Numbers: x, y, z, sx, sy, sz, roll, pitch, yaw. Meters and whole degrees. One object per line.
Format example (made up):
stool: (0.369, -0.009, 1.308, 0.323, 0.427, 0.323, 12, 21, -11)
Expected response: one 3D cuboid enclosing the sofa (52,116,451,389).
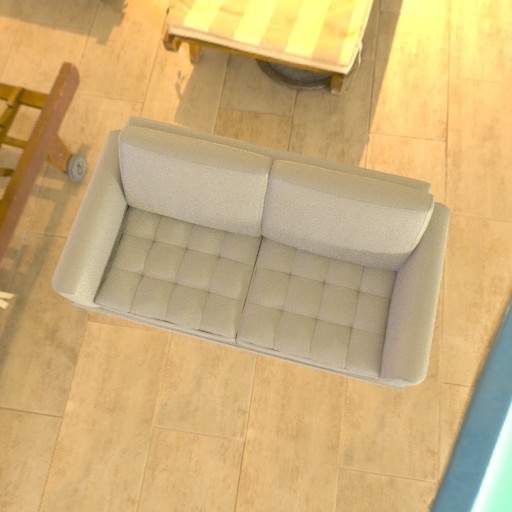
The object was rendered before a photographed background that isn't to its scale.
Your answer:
sofa: (0.000, 0.000, 2.695, 2.177, 0.930, 1.121, 14, 74, 4)
